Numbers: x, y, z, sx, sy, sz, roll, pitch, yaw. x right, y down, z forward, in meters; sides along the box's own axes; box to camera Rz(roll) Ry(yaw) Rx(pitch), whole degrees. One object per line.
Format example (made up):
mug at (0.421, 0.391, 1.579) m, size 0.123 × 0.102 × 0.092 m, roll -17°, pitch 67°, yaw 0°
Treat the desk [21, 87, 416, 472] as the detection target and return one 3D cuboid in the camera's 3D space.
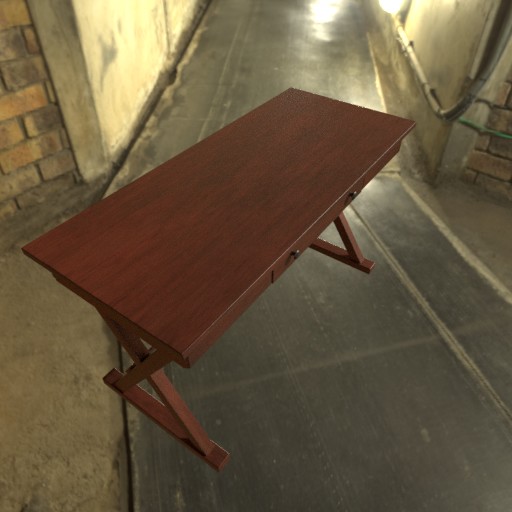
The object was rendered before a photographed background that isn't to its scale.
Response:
desk at (0.000, 0.000, 1.749) m, size 0.600 × 0.761 × 1.372 m, roll 26°, pitch 48°, yaw 26°
